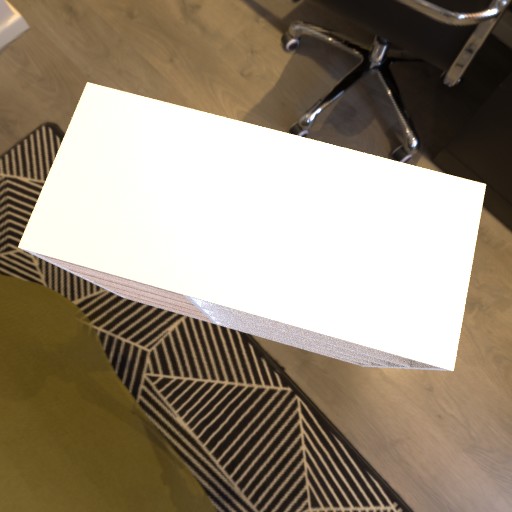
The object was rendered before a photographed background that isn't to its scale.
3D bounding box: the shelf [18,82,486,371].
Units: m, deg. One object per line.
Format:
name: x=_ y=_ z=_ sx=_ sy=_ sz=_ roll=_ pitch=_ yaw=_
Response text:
shelf: x=0.000 y=0.000 z=1.273 sx=0.895 sy=0.732 sz=0.396 roll=15 pitch=77 yaw=4
